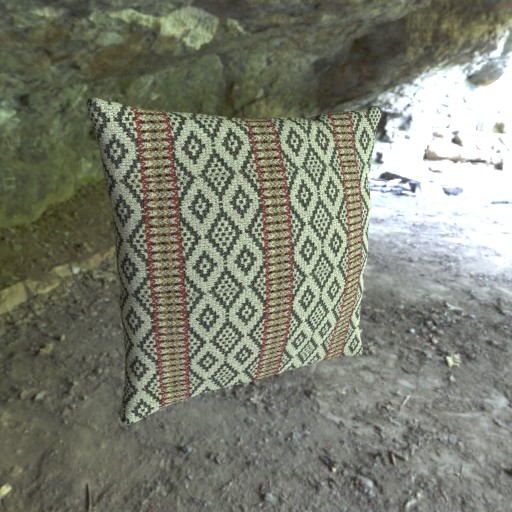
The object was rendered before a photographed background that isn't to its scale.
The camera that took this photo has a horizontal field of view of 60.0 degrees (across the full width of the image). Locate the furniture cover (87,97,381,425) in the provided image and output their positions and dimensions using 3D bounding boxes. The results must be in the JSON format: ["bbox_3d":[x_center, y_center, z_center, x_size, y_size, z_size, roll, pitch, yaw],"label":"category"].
[{"bbox_3d":[0.000,0.000,0.767,0.503,0.506,0.182,-9,19,-26],"label":"furniture cover"}]
